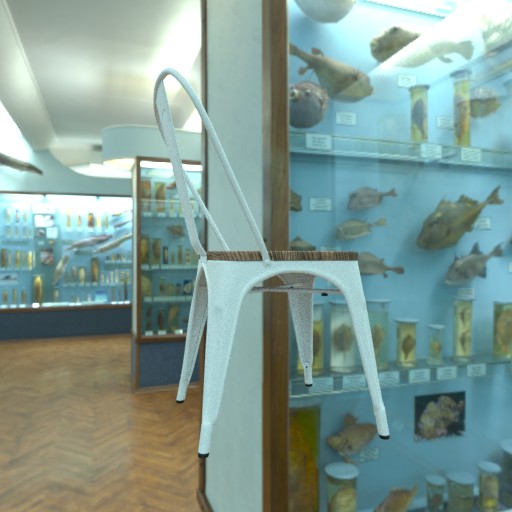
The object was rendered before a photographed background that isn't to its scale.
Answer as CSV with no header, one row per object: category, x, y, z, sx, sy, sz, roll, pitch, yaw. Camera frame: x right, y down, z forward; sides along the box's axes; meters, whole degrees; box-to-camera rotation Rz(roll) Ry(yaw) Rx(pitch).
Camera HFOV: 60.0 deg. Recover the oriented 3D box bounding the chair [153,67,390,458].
chair,0.000,0.000,1.167,0.521,0.851,0.452,0,0,-18
